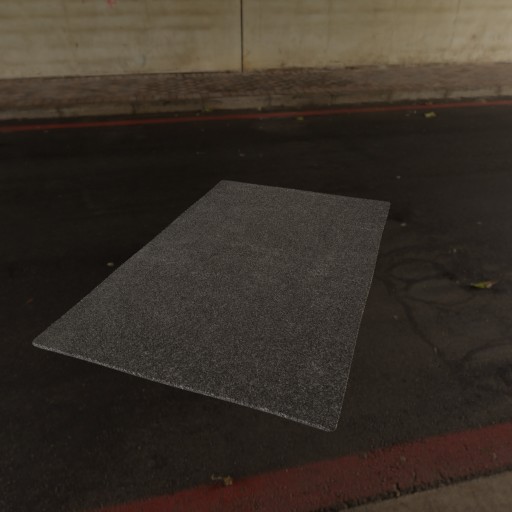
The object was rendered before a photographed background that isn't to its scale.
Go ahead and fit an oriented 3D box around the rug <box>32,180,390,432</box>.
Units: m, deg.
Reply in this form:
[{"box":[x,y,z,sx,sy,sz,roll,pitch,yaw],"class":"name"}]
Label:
[{"box":[0.000,0.000,2.906,1.502,0.025,2.350,10,32,17],"class":"rug"}]
